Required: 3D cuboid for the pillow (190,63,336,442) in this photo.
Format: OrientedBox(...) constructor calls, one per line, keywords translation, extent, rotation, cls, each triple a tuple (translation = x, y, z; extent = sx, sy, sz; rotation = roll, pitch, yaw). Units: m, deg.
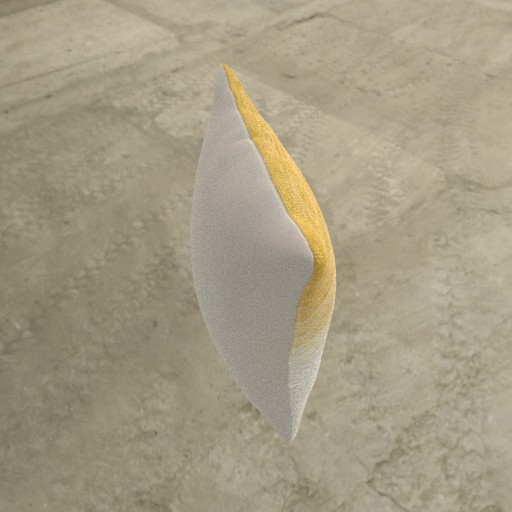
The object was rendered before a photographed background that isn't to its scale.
OrientedBox(translation=(0.000, 0.000, 0.722), extent=(0.211, 0.450, 0.450), rotation=(-11, 48, -10), cls="pillow")
